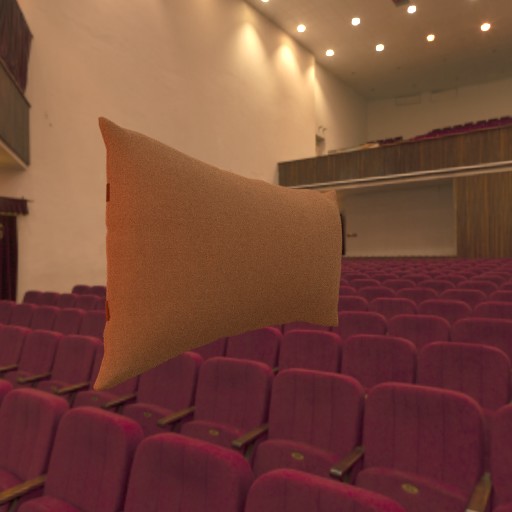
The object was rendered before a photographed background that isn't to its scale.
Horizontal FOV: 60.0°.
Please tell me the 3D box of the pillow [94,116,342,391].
[{"bbox_3d":[0.000,0.000,0.740,0.148,0.308,0.612,0,-1,36],"label":"pillow"}]
